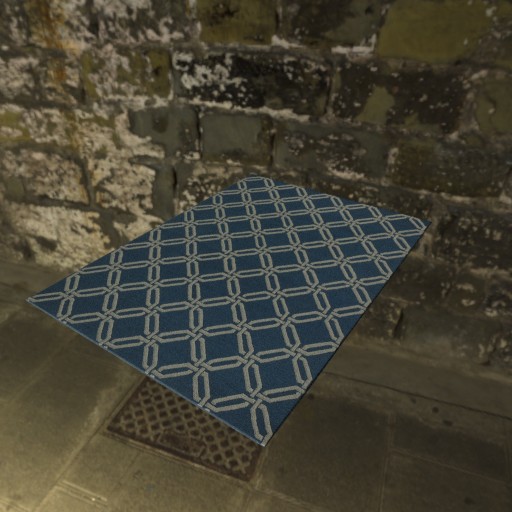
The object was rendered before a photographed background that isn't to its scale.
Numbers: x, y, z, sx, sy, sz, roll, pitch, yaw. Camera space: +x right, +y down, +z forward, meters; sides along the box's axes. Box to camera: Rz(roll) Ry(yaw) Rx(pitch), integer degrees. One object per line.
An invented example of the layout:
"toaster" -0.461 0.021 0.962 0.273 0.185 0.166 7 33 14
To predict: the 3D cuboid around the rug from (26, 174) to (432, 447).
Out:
"rug" 0.000 0.000 4.325 2.432 0.018 3.342 20 38 28
